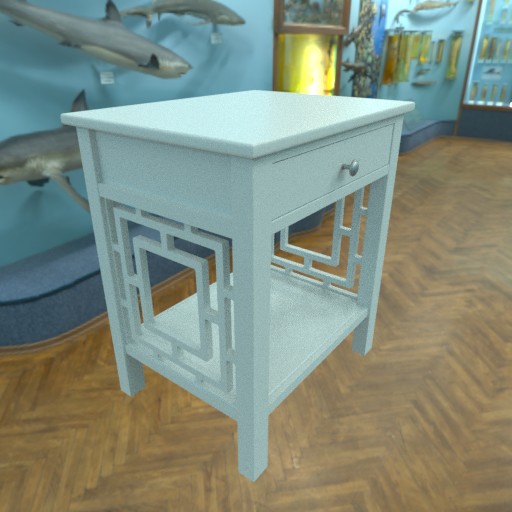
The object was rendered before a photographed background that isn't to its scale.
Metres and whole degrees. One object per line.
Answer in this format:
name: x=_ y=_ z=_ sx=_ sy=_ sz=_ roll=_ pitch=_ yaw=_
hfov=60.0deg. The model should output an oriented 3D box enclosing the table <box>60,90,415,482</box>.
table: x=0.000 y=0.000 z=1.008 sx=0.451 sy=0.646 sz=0.564 roll=19 pitch=31 yaw=34
